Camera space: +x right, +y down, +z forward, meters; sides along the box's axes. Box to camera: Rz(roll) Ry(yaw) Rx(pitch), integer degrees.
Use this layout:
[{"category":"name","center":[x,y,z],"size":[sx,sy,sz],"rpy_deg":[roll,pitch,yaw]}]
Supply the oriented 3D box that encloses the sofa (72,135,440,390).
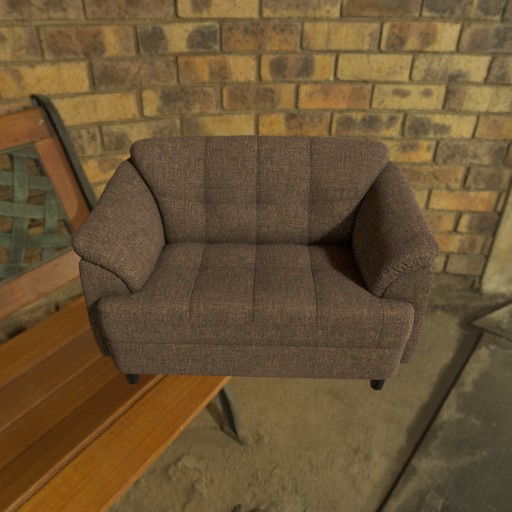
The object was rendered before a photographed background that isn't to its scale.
[{"category":"sofa","center":[0.000,0.000,1.995],"size":[1.404,0.895,0.799],"rpy_deg":[1,30,2]}]
